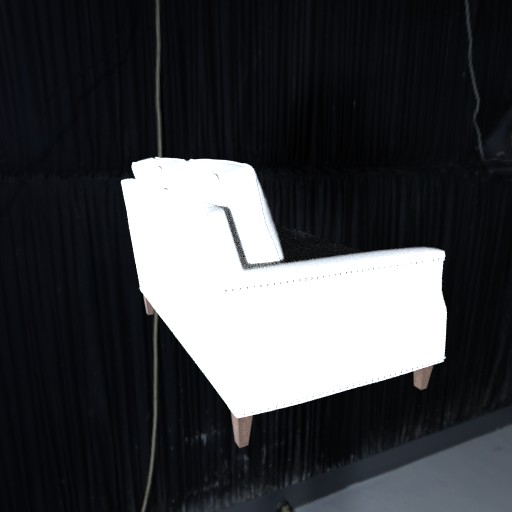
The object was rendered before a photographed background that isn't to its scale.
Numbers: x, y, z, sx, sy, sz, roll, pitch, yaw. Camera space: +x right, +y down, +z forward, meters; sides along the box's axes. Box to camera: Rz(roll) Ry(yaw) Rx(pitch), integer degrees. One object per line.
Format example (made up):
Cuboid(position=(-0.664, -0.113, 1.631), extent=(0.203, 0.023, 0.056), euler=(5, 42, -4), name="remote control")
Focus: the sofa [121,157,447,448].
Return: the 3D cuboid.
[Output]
Cuboid(position=(0.000, 0.000, 2.299), extent=(1.084, 1.003, 1.597), euler=(-7, 16, -25), name="sofa")
